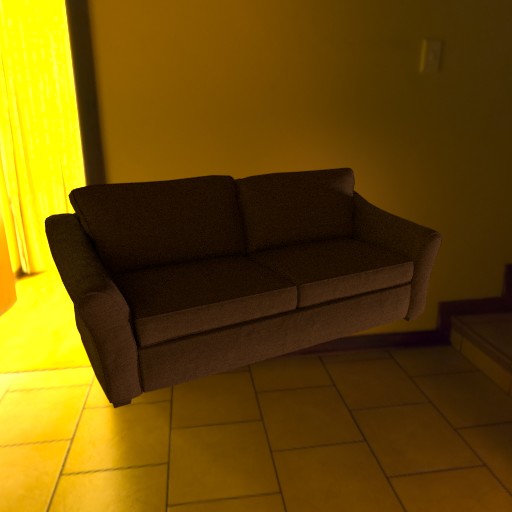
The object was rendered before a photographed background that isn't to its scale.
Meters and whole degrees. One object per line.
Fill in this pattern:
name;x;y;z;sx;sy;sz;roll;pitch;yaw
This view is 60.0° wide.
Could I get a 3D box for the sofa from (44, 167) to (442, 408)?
sofa;0.000;0.000;2.739;2.270;0.950;0.971;-9;20;-27
